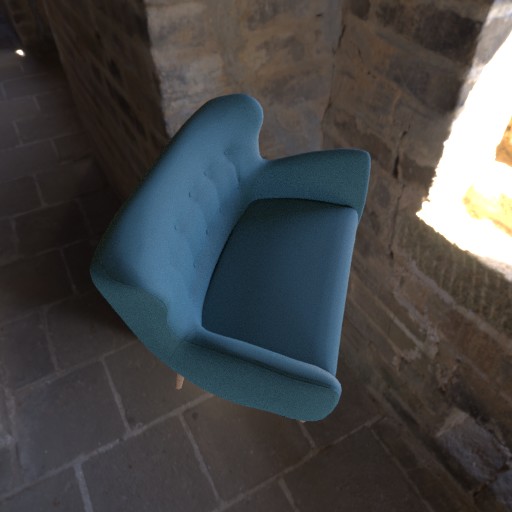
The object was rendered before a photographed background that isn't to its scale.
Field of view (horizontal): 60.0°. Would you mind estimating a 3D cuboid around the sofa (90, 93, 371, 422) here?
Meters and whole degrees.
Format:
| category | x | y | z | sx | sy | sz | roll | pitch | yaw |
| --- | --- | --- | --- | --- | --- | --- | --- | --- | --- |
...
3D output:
| category | x | y | z | sx | sy | sz | roll | pitch | yaw |
| --- | --- | --- | --- | --- | --- | --- | --- | --- | --- |
| sofa | 0.000 | 0.000 | 1.983 | 0.889 | 0.889 | 1.397 | 10 | 46 | 10 |
